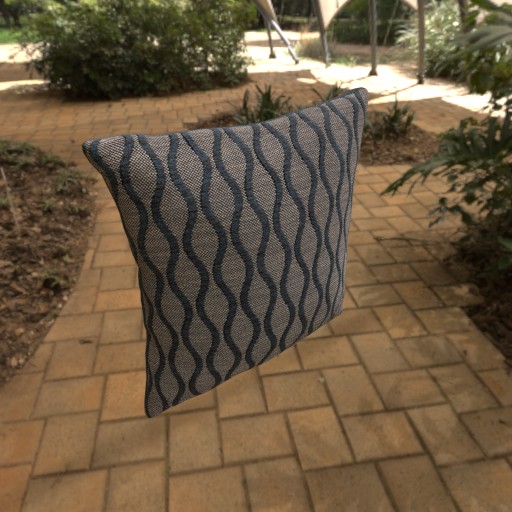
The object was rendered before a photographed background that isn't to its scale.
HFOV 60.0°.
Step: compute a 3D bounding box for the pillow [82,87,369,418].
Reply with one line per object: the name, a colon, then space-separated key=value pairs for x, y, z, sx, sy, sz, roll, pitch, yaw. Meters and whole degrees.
pillow: x=0.000 y=0.000 z=0.668 sx=0.435 sy=0.435 sz=0.159 roll=-22 pitch=38 yaw=-32
